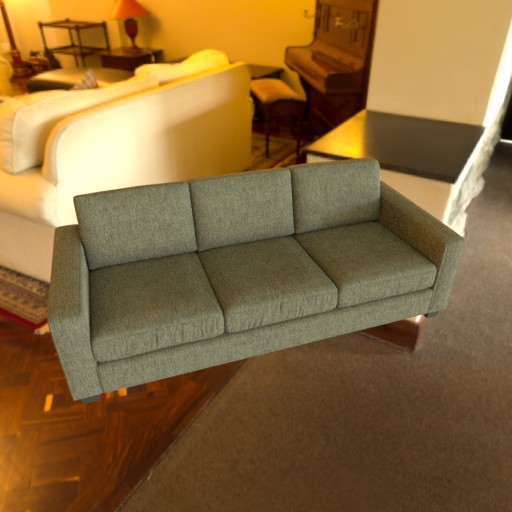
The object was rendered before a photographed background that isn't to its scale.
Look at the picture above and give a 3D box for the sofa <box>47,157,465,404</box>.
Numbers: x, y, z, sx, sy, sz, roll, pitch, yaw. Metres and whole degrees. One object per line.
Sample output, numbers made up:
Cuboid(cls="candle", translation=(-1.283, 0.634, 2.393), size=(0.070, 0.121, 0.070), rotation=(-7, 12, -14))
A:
Cuboid(cls="sofa", translation=(0.000, 0.000, 2.577), size=(2.160, 0.800, 0.900), rotation=(-10, 34, -16))
